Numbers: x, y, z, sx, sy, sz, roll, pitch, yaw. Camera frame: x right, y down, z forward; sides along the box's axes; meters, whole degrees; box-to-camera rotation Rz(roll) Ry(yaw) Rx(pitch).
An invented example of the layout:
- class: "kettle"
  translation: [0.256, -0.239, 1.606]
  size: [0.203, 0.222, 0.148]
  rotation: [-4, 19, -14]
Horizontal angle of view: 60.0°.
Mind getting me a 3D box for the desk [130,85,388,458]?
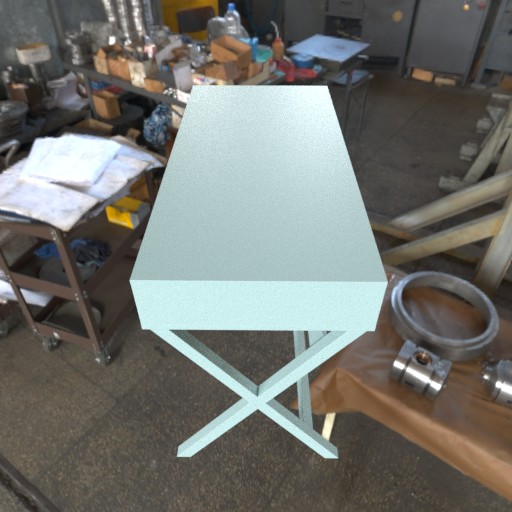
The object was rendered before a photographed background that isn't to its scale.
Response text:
- class: "desk"
  translation: [0.000, 0.000, 1.519]
  size: [0.525, 0.780, 1.057]
  rotation: [0, 41, 0]
